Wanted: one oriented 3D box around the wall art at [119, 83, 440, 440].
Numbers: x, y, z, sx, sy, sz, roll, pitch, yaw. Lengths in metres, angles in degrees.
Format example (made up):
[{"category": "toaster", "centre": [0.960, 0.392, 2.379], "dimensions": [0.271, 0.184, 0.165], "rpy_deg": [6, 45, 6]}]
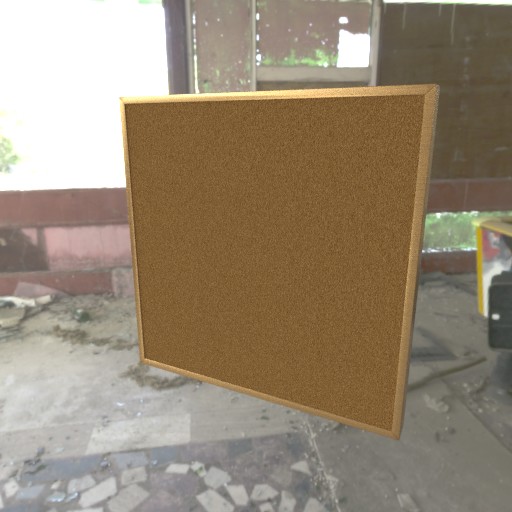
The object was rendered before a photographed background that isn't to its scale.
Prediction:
[{"category": "wall art", "centre": [0.000, 0.000, 0.726], "dimensions": [0.505, 0.505, 0.037], "rpy_deg": [8, 18, 26]}]
